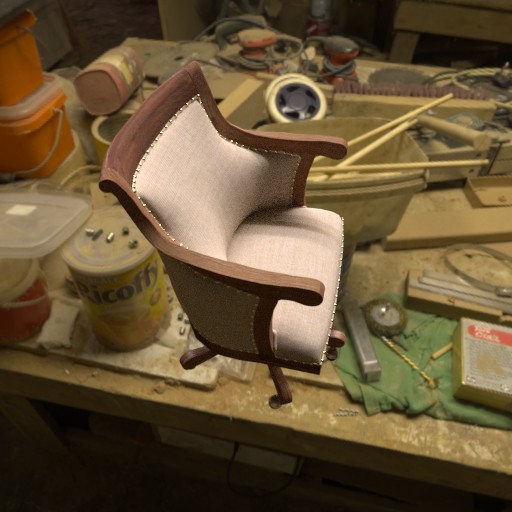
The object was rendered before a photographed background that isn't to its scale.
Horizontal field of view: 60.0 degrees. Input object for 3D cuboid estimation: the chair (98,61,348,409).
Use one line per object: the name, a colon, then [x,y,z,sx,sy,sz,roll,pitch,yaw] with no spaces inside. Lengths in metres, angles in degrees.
chair: [0.000,0.000,1.439,0.689,0.965,0.656,10,48,9]
